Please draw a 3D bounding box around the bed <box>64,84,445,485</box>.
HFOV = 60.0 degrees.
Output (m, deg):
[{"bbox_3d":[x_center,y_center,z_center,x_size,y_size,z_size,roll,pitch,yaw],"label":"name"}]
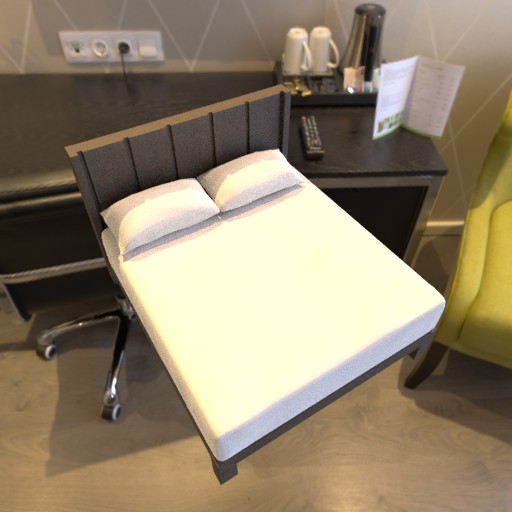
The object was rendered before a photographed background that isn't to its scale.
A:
[{"bbox_3d":[0.000,0.000,3.104,1.735,1.261,1.992,-24,51,-21],"label":"bed"}]
